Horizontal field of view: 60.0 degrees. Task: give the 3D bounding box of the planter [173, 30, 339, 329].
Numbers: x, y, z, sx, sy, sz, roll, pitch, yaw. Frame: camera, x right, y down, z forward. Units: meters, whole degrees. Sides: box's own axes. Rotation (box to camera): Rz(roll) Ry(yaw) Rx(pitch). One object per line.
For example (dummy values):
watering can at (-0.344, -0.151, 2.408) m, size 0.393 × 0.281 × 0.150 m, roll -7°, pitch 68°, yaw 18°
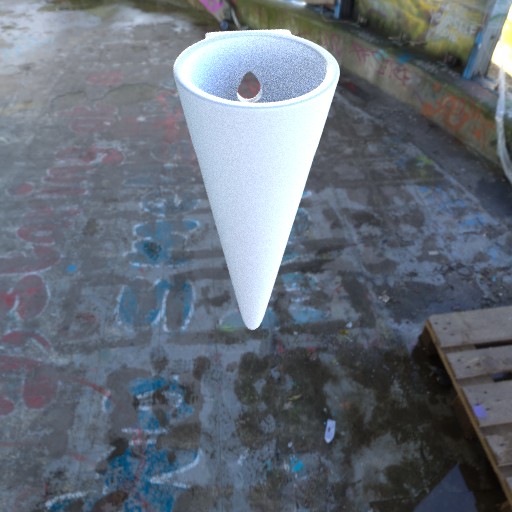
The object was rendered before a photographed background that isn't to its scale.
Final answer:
planter at (0.000, 0.000, 0.224) m, size 0.057 × 0.193 × 0.064 m, roll -4°, pitch 46°, yaw -4°
